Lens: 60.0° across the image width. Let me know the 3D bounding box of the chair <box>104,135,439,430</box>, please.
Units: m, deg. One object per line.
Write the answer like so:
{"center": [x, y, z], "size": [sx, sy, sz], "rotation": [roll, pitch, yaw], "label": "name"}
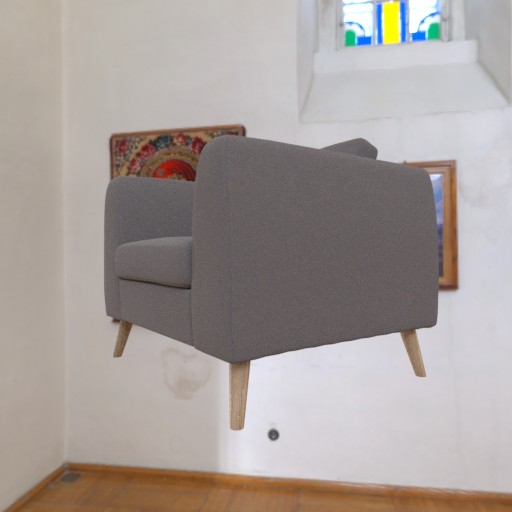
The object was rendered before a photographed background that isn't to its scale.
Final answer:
{"center": [0.000, 0.000, 1.730], "size": [0.930, 0.860, 1.000], "rotation": [-1, 1, -36], "label": "chair"}
